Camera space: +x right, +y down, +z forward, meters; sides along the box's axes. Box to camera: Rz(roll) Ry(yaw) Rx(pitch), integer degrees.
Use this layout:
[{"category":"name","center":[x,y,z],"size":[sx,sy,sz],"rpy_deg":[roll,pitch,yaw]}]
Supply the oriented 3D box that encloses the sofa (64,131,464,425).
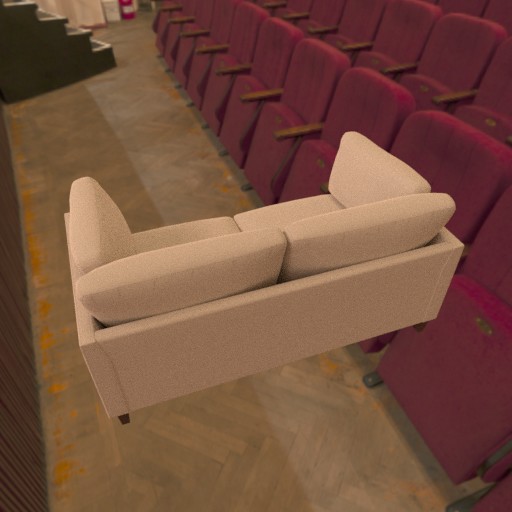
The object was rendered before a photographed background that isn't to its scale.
[{"category":"sofa","center":[0.000,0.000,2.317],"size":[1.776,0.836,0.970],"rpy_deg":[-13,42,-15]}]
